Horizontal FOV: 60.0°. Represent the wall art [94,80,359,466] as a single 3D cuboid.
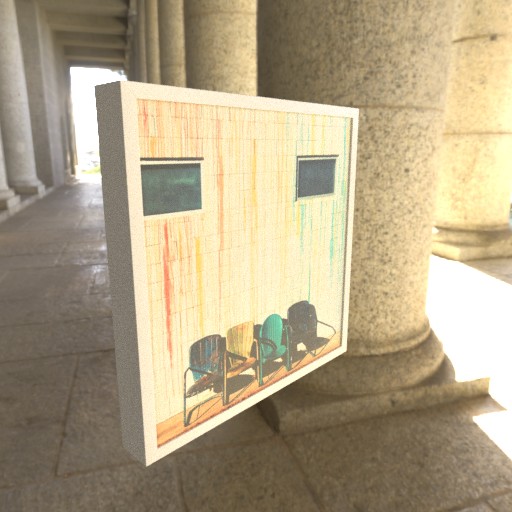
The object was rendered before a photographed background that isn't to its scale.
[{"bbox_3d":[0.000,0.000,0.455,0.038,0.305,0.305,13,19,42],"label":"wall art"}]
